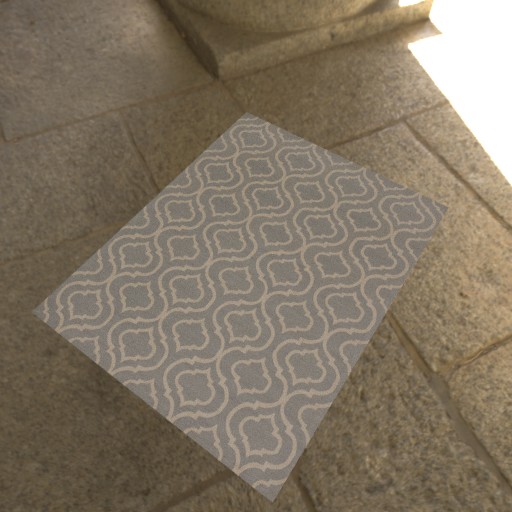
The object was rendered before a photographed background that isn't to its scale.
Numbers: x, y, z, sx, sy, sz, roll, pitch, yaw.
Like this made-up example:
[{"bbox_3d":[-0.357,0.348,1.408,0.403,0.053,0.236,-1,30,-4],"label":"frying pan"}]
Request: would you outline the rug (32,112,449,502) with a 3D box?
[{"bbox_3d":[0.000,0.000,3.775,2.283,0.006,2.892,31,62,18],"label":"rug"}]
